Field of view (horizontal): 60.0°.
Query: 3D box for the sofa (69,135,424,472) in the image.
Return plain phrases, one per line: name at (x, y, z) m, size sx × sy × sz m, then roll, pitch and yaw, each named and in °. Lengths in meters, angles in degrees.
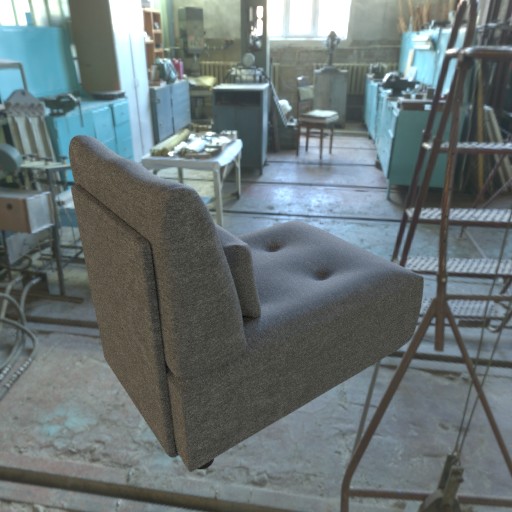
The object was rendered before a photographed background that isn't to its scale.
sofa at (0.000, 0.000, 1.528) m, size 1.000 × 0.820 × 0.700 m, roll -18°, pitch 32°, yaw -32°
